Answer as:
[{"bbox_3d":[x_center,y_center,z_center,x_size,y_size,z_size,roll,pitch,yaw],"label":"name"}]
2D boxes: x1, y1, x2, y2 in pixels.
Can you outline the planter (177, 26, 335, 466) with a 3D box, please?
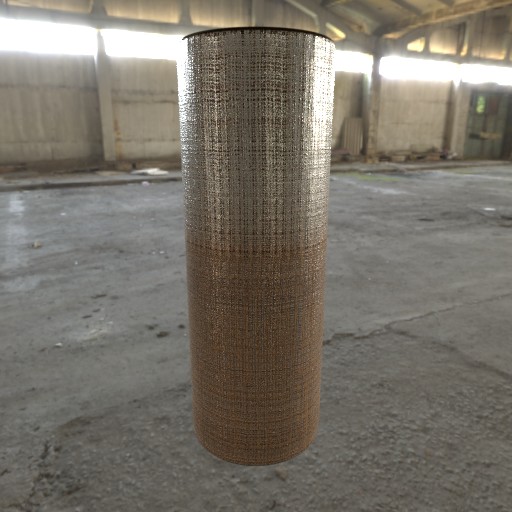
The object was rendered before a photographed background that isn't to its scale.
[{"bbox_3d":[0.000,0.000,0.316,0.099,0.278,0.099,-8,17,-26],"label":"planter"}]
